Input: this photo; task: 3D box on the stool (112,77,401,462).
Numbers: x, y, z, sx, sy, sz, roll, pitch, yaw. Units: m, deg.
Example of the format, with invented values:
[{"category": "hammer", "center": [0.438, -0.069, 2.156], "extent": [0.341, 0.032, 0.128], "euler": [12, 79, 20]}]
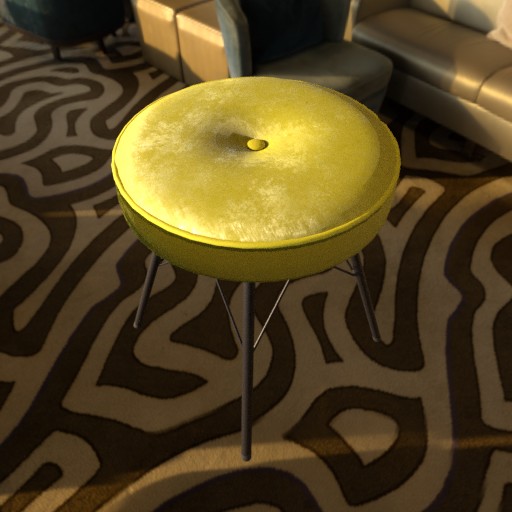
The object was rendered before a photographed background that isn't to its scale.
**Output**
[{"category": "stool", "center": [0.000, 0.000, 0.811], "extent": [0.409, 0.508, 0.409], "euler": [-33, 56, -26]}]
